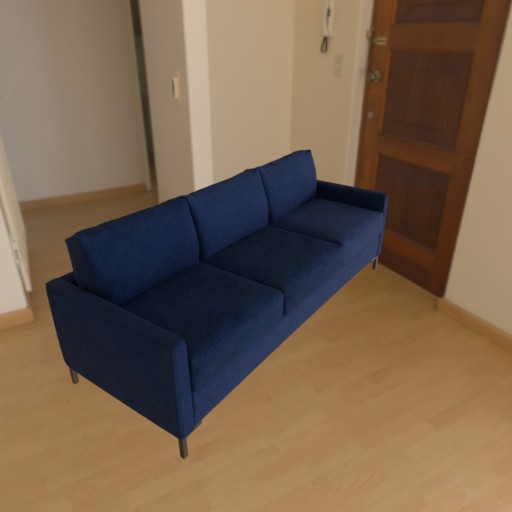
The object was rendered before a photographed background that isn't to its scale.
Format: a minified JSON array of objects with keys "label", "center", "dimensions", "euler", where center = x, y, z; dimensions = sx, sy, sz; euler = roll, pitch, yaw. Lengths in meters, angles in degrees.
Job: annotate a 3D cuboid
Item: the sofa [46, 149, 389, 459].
[{"label":"sofa","center":[0.000,0.000,2.742],"dimensions":[0.875,0.879,2.252],"euler":[18,32,31]}]
